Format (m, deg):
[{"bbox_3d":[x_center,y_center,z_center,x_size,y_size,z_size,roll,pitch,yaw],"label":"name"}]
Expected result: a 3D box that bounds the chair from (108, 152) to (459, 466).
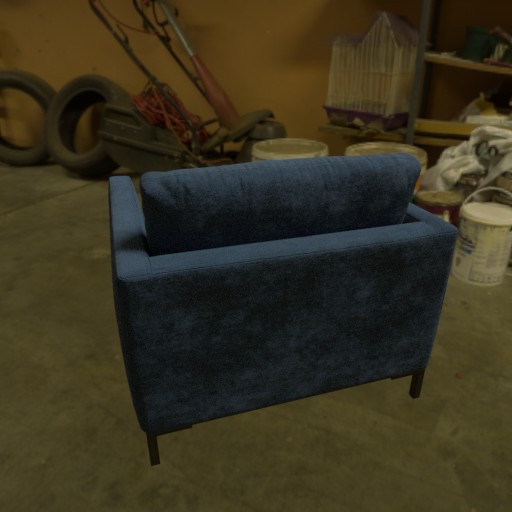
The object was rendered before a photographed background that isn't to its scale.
[{"bbox_3d":[0.000,0.000,1.576,0.964,0.812,0.875,-8,27,-16],"label":"chair"}]
